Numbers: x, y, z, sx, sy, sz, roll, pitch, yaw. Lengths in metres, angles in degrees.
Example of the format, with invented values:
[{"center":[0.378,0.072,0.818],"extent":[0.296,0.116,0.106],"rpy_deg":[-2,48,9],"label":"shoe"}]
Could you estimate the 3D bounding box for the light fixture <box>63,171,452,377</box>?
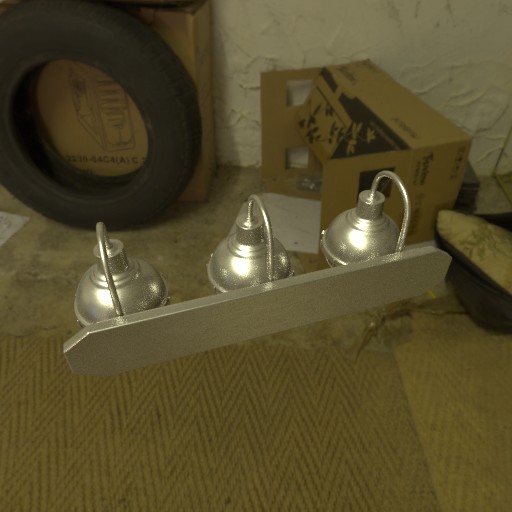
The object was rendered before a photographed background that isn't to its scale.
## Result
[{"center":[0.000,0.000,0.768],"extent":[0.634,0.254,0.229],"rpy_deg":[-12,43,-13],"label":"light fixture"}]
